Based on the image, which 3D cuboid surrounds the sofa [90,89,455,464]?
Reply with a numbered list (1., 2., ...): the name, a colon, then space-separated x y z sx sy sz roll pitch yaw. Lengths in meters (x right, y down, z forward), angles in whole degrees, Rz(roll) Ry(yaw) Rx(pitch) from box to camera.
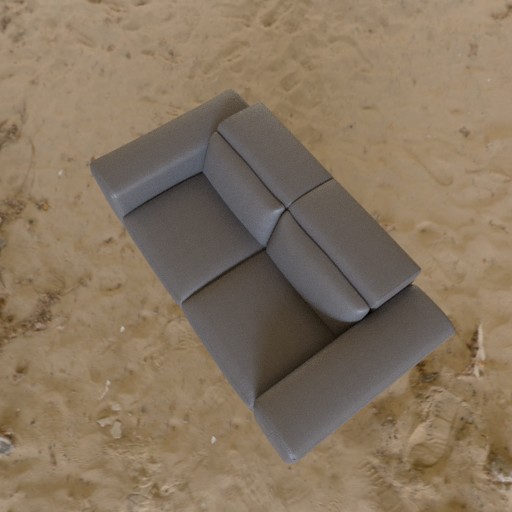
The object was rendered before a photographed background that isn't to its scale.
1. sofa: 0.000 0.000 2.496 1.024 0.753 1.930 -33 69 -14
